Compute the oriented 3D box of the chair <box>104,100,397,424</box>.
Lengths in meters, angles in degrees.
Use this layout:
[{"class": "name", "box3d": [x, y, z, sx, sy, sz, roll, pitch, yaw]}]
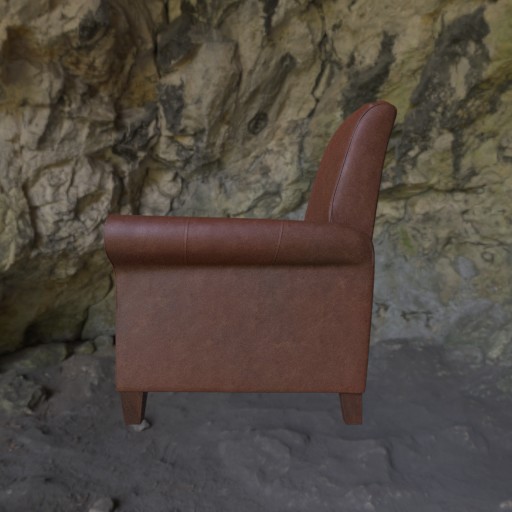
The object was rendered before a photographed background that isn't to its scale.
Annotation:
[{"class": "chair", "box3d": [0.000, 0.000, 1.744, 0.902, 1.061, 0.978, 0, -1, 0]}]
